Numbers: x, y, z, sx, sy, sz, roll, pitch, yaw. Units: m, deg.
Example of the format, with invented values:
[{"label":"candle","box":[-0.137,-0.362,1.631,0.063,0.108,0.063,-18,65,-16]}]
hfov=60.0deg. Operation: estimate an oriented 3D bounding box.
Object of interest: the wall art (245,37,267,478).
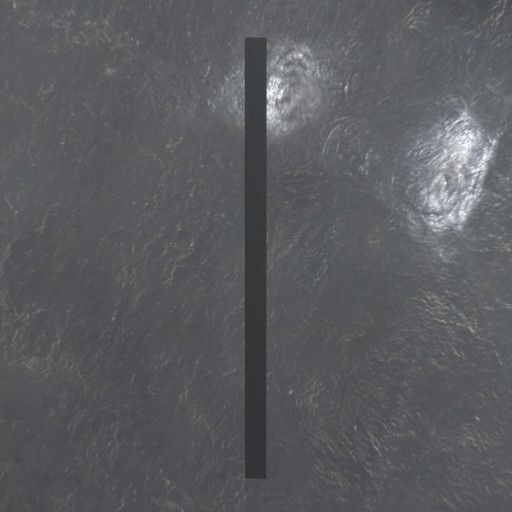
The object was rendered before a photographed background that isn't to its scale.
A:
[{"label":"wall art","box":[0.000,0.000,1.146,0.037,0.763,0.763,0,91,0]}]
